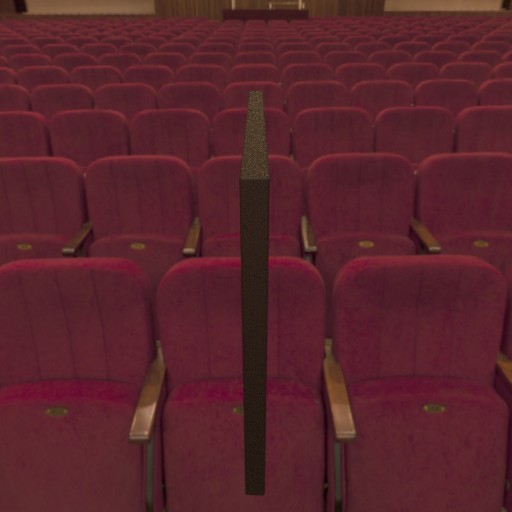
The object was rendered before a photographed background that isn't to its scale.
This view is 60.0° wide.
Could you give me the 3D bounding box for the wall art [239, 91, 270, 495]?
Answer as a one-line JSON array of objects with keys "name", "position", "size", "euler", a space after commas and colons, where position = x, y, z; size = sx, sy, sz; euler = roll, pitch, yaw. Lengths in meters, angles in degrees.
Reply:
[{"name": "wall art", "position": [0.000, 0.000, 0.752], "size": [0.031, 0.457, 0.558], "euler": [0, 28, 0]}]
